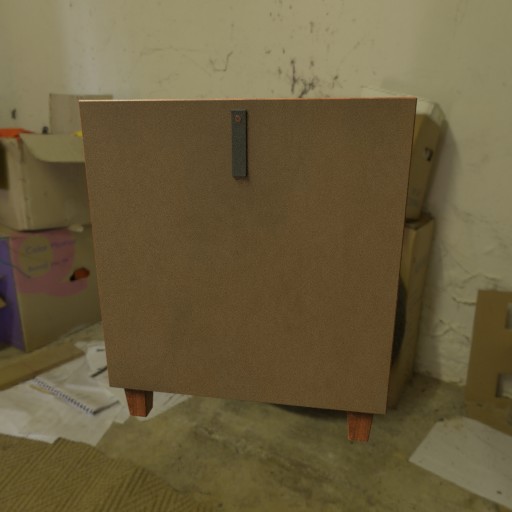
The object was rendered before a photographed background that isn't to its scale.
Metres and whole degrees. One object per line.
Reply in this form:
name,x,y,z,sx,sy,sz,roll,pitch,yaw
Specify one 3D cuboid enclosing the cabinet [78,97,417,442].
cabinet,0.000,0.000,1.067,0.607,0.695,0.410,3,17,9
